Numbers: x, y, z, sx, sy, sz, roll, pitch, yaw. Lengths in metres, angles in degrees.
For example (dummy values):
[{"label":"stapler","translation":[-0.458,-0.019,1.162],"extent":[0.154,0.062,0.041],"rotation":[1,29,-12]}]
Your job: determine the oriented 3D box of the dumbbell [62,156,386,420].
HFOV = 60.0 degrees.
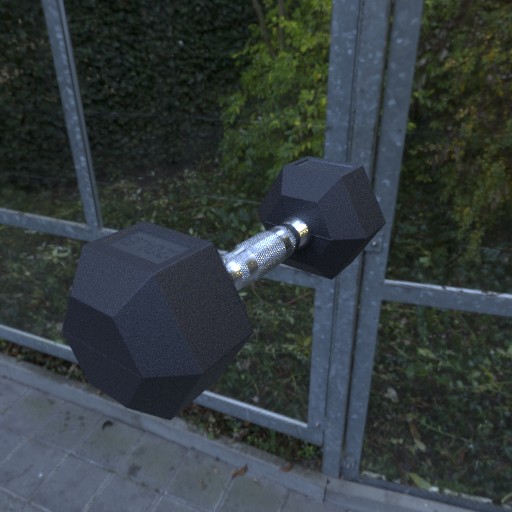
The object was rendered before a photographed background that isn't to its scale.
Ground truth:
[{"label":"dumbbell","translation":[0.000,0.000,0.323],"extent":[0.106,0.092,0.272],"rotation":[18,31,32]}]
